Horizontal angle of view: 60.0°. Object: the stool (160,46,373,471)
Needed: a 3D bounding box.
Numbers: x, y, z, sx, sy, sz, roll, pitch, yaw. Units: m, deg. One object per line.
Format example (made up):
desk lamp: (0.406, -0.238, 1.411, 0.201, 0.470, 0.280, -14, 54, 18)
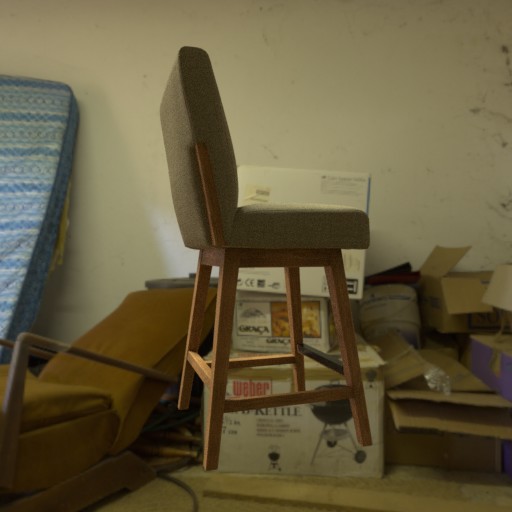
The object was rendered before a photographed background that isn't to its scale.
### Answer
stool: (0.000, 0.000, 1.317, 0.526, 1.010, 0.459, 0, 0, -18)
